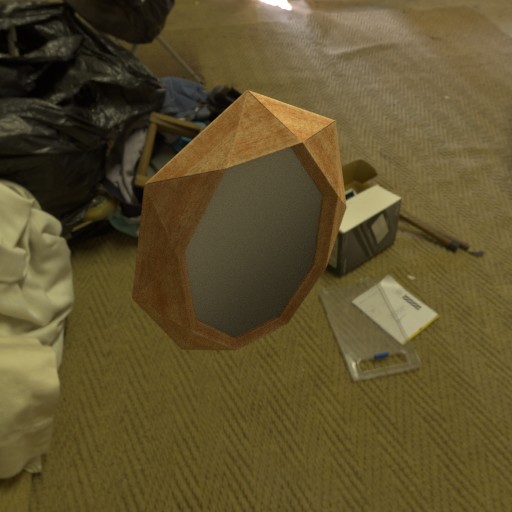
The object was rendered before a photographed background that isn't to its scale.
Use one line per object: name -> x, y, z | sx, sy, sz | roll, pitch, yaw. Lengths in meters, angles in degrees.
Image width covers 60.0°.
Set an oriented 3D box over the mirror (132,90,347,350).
mirror -> 0.000, 0.000, 1.025 | 0.577, 0.774, 0.070 | -23, 51, -21
